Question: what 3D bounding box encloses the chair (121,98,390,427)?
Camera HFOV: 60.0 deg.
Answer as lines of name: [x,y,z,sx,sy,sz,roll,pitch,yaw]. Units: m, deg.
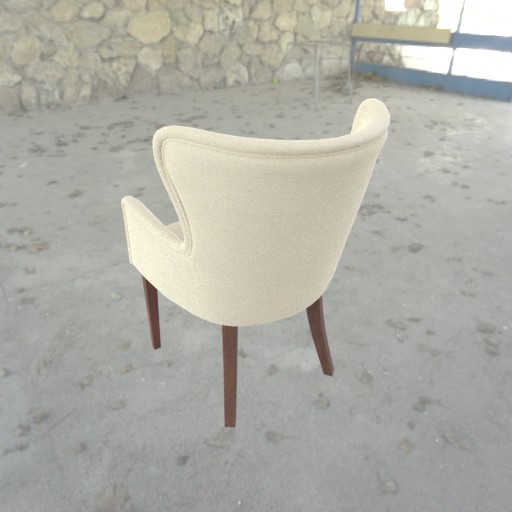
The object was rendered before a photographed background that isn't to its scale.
chair: [0.000,0.000,1.481,0.696,0.990,0.744,-18,34,-29]
